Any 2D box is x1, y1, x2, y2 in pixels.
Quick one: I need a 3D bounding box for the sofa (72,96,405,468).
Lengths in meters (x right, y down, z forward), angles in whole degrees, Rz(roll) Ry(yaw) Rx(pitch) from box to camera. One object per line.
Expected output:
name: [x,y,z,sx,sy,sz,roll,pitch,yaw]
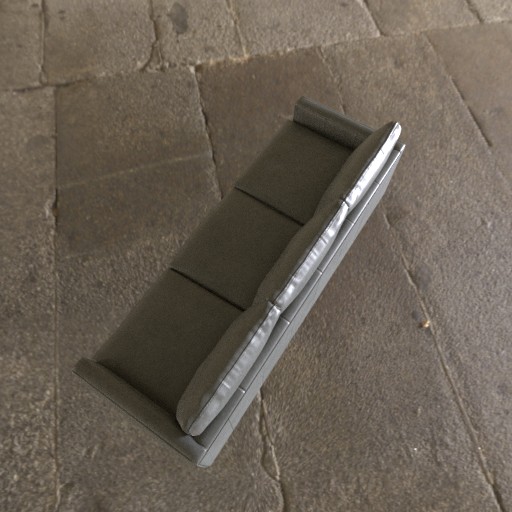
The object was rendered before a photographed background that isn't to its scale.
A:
sofa: [0.000,0.000,2.399,0.748,0.805,2.029,30,67,14]
